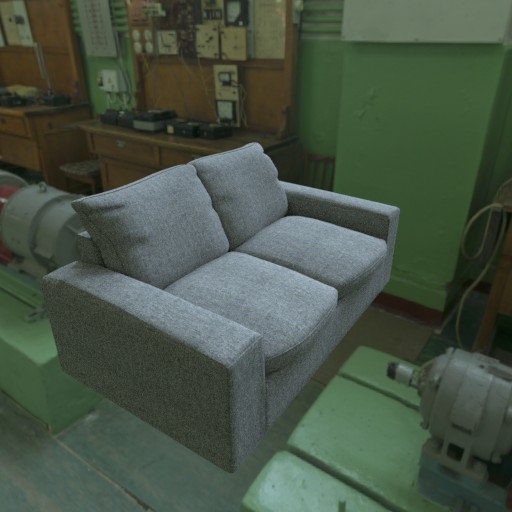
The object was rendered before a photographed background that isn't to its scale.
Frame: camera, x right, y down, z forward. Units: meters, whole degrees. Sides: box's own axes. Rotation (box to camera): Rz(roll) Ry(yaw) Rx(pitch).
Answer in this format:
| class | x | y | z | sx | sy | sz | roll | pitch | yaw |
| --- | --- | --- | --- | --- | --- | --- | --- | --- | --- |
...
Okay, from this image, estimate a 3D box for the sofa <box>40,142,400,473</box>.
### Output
| class | x | y | z | sx | sy | sz | roll | pitch | yaw |
| --- | --- | --- | --- | --- | --- | --- | --- | --- | --- |
| sofa | 0.000 | 0.000 | 2.345 | 1.094 | 0.877 | 1.758 | 17 | 31 | 30 |
